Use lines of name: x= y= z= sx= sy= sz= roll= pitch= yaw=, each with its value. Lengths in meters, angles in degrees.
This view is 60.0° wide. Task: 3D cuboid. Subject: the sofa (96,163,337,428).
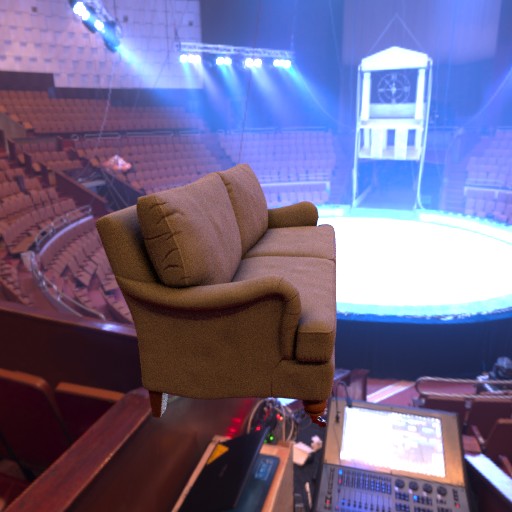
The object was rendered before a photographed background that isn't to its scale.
sofa: x=0.000 y=0.000 z=2.950 sx=1.069 sy=1.096 sz=2.193 roll=3 pitch=16 yaw=9
